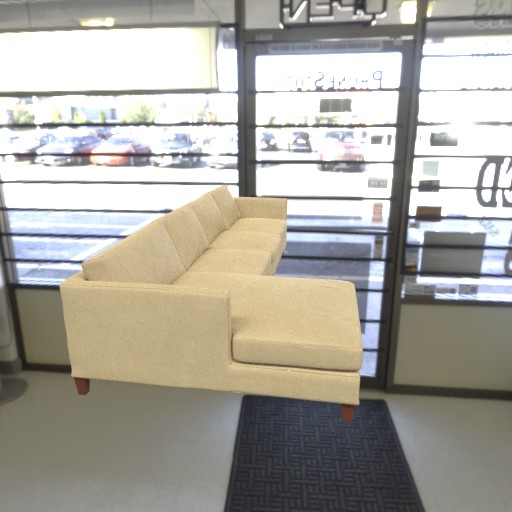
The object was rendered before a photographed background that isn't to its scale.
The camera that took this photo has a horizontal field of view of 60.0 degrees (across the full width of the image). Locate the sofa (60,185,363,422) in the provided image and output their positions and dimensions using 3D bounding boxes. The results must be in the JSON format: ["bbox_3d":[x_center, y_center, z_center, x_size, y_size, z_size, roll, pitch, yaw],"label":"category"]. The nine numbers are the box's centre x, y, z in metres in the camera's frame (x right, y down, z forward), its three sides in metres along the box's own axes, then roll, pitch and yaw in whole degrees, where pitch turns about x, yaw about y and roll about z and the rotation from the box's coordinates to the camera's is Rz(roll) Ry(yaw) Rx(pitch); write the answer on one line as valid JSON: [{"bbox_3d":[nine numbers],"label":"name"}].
[{"bbox_3d":[0.000,0.000,3.802,1.625,0.846,3.186,3,16,9],"label":"sofa"}]
